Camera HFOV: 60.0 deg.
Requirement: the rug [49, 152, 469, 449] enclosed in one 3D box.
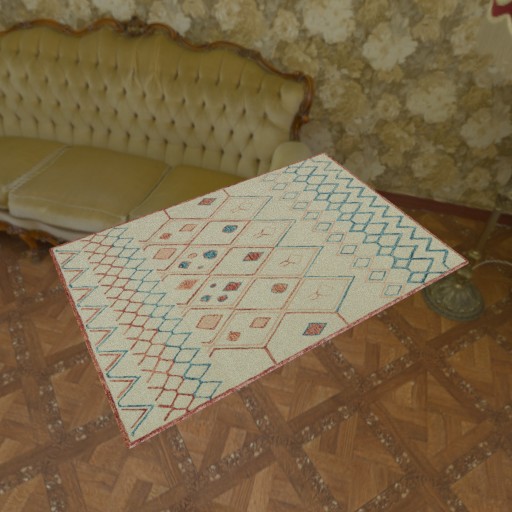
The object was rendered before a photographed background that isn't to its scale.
[{"bbox_3d":[0.000,0.000,2.315,1.829,0.016,1.219,-23,49,-22],"label":"rug"}]
